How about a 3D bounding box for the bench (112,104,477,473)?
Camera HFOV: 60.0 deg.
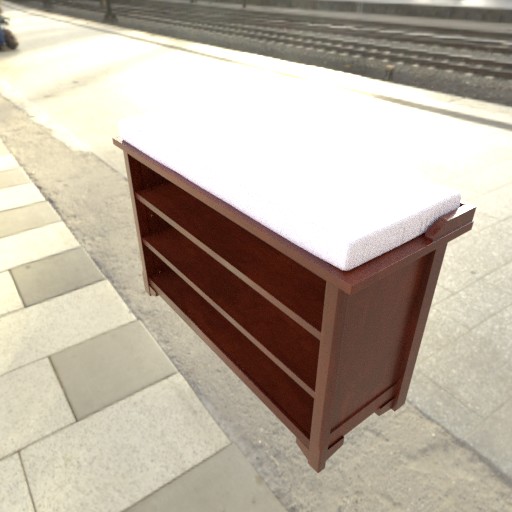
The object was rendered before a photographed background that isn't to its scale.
[{"bbox_3d":[0.000,0.000,1.284,0.369,0.646,0.987,-22,39,-31],"label":"bench"}]
